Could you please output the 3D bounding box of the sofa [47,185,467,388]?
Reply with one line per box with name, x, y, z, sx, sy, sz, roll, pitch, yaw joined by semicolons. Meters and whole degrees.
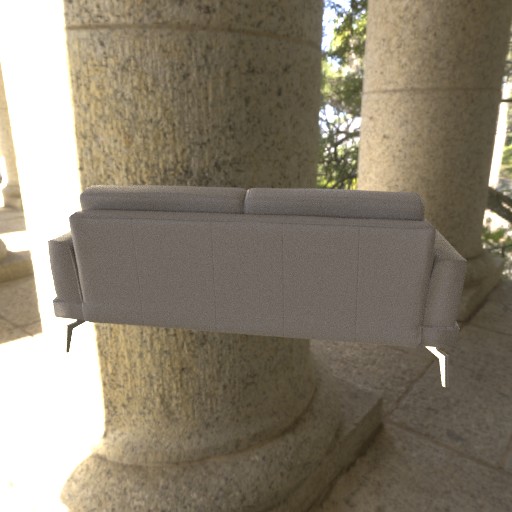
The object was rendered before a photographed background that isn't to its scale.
sofa;0.000;0.000;2.717;2.177;0.930;1.121;3;17;9
